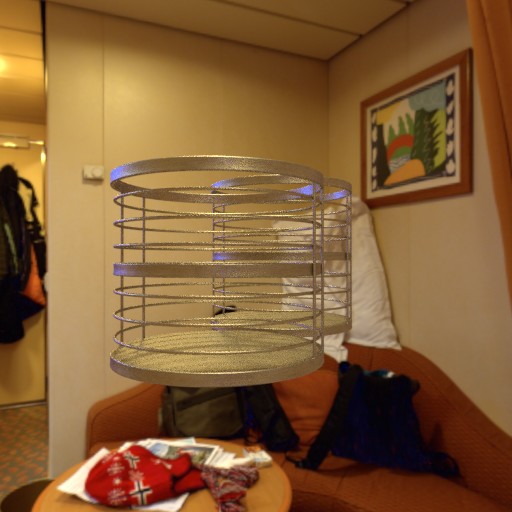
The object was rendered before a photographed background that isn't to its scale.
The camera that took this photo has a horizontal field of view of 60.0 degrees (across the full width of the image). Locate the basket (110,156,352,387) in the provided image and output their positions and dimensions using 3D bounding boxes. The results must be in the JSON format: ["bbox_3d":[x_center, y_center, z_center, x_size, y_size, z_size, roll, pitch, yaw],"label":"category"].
[{"bbox_3d":[0.000,0.000,0.944,0.356,0.351,0.746,0,0,19],"label":"basket"}]
